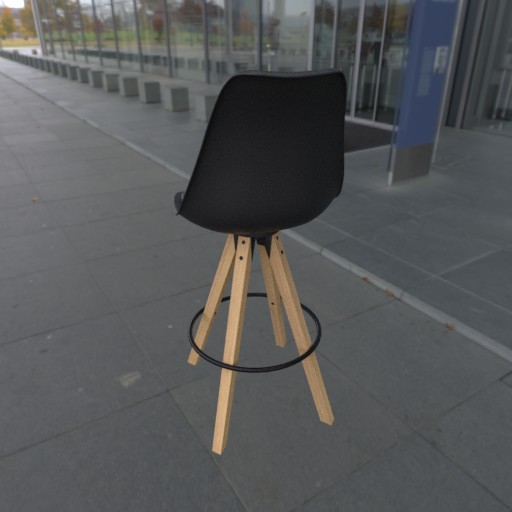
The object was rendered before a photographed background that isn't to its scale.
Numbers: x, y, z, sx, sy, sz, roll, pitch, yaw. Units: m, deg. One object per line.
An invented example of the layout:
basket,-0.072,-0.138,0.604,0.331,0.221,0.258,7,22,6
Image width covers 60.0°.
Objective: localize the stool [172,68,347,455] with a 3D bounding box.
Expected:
stool,0.000,0.000,1.394,0.485,1.115,0.550,-8,27,-16
